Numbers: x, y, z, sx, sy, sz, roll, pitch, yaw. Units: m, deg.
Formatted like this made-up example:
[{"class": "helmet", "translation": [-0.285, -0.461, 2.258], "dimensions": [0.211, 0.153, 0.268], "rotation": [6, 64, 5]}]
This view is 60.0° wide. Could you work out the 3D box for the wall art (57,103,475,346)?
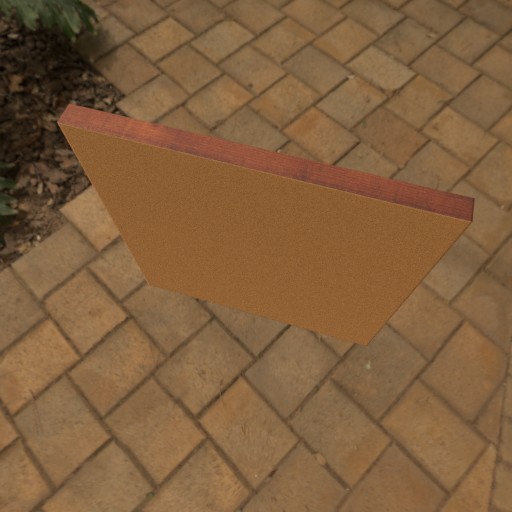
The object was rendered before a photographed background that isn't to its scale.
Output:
[{"class": "wall art", "translation": [0.000, 0.000, 0.832], "dimensions": [0.554, 0.572, 0.037], "rotation": [15, 65, 7]}]
